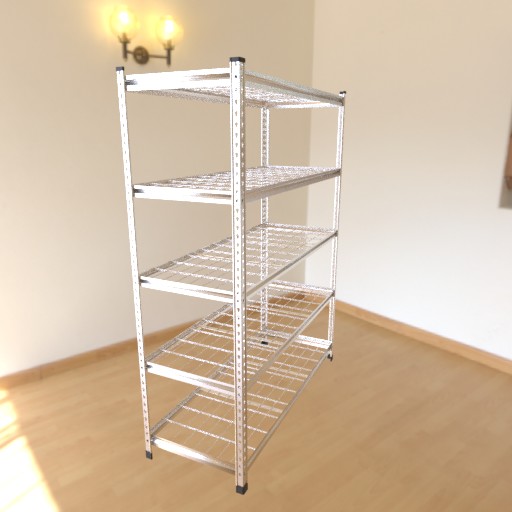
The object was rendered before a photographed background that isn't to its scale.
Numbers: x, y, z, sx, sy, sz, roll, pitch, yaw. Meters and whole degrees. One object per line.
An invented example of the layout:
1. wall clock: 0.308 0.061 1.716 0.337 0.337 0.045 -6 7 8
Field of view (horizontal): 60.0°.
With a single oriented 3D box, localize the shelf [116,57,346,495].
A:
1. shelf: 0.000 0.000 2.695 0.610 1.981 1.524 7 17 25
